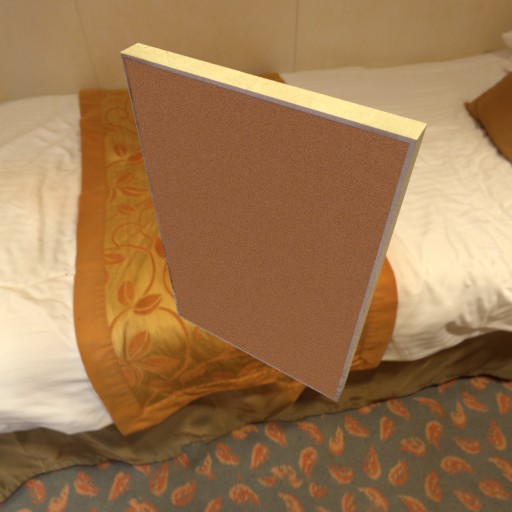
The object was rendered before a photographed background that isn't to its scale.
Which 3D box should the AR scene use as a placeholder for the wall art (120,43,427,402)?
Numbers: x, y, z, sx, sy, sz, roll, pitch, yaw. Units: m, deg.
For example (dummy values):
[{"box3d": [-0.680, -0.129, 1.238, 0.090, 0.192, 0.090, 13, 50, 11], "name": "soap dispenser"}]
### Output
[{"box3d": [0.000, 0.000, 0.753, 0.403, 0.607, 0.036, 24, 52, 21], "name": "wall art"}]
